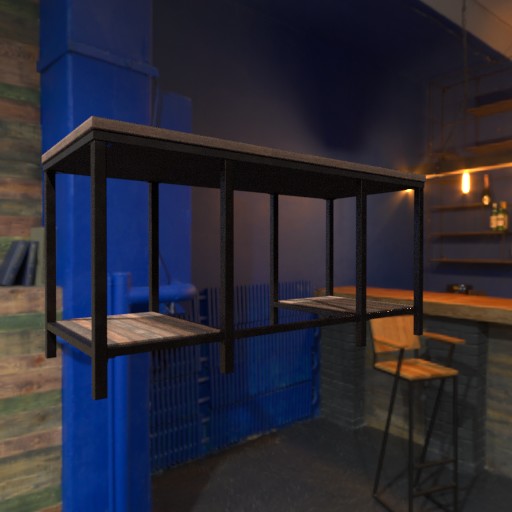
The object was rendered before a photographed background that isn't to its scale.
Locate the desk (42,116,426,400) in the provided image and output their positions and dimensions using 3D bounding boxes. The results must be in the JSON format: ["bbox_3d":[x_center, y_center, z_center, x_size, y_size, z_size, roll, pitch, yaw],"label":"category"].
[{"bbox_3d":[0.000,0.000,1.876,1.538,0.753,0.617,-1,1,-37],"label":"desk"}]
